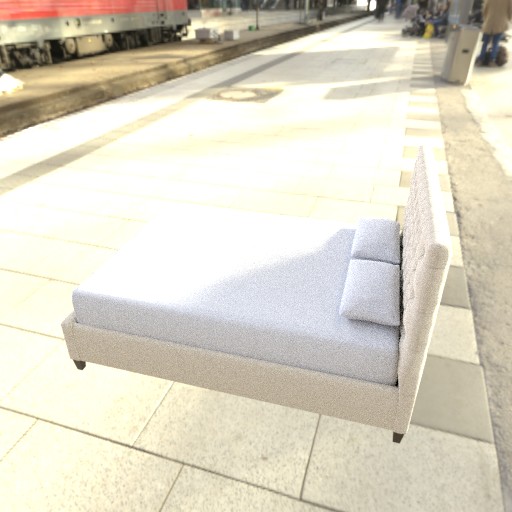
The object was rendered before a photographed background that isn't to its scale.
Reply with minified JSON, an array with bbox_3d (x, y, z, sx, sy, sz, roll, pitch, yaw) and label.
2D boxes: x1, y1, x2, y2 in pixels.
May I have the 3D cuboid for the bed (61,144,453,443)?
[{"bbox_3d":[0.000,0.000,3.362,2.387,1.427,1.698,8,31,14],"label":"bed"}]
